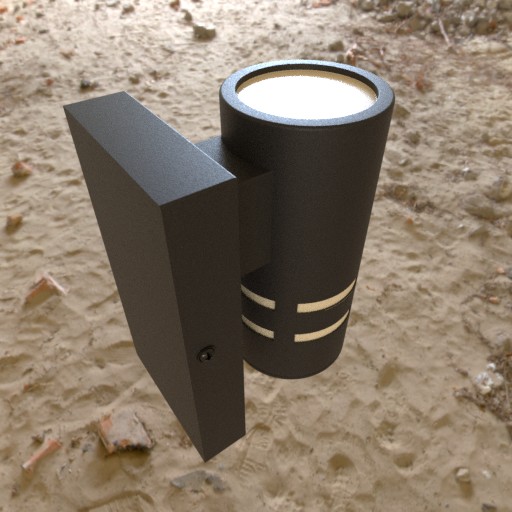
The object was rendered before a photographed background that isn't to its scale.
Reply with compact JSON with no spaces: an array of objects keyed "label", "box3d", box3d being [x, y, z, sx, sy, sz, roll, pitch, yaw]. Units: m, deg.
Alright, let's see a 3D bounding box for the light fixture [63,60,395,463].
[{"label":"light fixture","box3d":[0.000,0.000,0.251,0.138,0.179,0.098,-26,48,-26]}]
